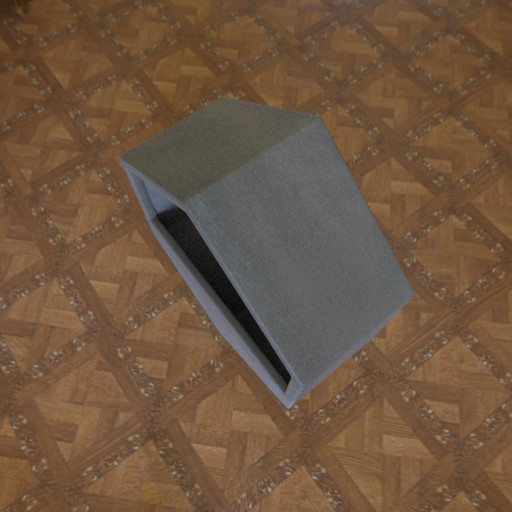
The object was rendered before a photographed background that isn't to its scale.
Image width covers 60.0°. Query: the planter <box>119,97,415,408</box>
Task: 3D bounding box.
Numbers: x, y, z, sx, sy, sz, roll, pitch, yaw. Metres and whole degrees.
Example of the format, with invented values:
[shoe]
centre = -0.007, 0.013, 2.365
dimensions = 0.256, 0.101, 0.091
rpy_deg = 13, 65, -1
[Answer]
[planter]
centre = 0.000, 0.000, 0.289
dimensions = 0.077, 0.206, 0.169
rpy_deg = -35, 70, -15
